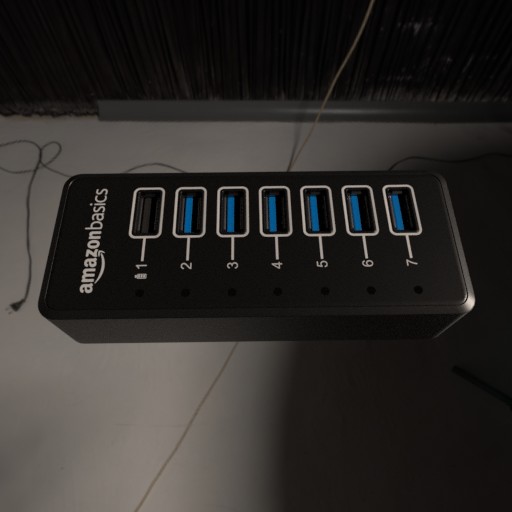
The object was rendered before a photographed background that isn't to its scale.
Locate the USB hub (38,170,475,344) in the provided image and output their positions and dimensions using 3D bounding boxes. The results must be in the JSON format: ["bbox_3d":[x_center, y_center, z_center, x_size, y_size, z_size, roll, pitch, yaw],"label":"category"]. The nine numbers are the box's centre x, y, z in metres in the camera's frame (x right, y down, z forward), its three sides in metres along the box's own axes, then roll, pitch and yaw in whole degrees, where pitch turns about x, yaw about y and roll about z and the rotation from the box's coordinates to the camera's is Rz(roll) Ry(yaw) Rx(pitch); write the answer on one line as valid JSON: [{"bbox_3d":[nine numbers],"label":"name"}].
[{"bbox_3d":[0.000,0.000,0.129,0.110,0.023,0.044,-1,63,0],"label":"USB hub"}]
